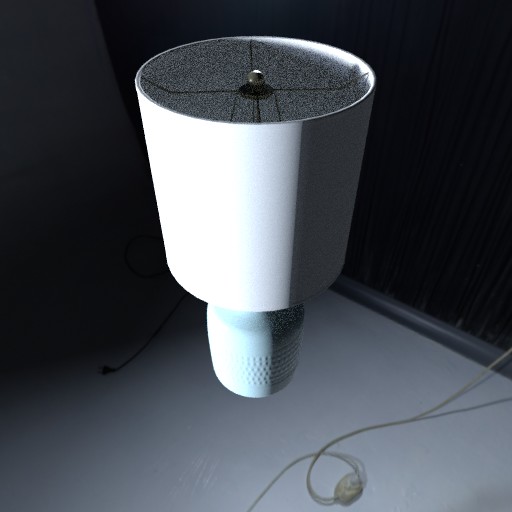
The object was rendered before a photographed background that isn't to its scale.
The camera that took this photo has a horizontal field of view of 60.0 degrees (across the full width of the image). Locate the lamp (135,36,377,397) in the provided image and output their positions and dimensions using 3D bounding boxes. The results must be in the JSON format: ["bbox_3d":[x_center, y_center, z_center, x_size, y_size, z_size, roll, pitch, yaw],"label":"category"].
[{"bbox_3d":[0.000,0.000,1.071,0.418,0.871,0.418,25,48,26],"label":"lamp"}]
